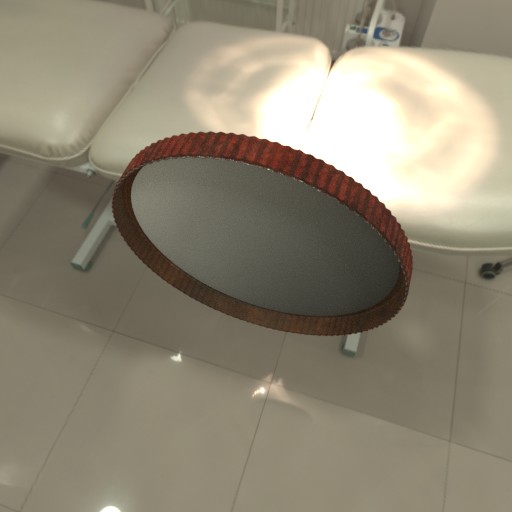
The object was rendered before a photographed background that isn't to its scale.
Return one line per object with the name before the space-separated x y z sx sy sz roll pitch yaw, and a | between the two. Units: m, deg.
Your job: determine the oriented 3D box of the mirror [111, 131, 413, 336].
mirror | 0.000 0.000 0.914 0.609 0.609 0.056 16 60 9
